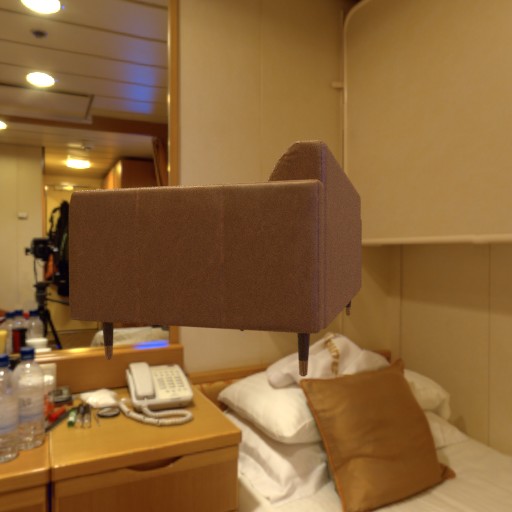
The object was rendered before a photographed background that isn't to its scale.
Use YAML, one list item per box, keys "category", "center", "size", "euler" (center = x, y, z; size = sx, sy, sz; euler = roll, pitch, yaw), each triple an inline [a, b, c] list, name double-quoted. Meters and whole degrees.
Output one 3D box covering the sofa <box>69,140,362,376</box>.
- category: "sofa"
  center: [0.000, 0.000, 2.399]
  size: [0.993, 0.821, 1.847]
  euler: [0, 1, 18]
